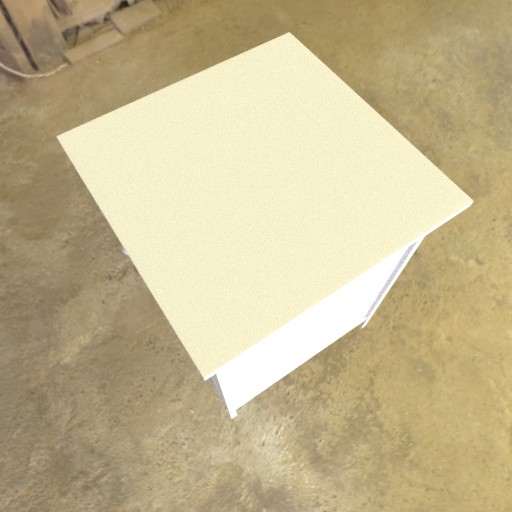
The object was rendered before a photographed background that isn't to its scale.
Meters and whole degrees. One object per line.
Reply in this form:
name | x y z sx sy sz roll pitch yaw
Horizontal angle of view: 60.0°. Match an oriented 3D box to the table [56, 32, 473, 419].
table | 0.000 0.000 0.774 0.381 0.483 0.381 -31 66 -15
